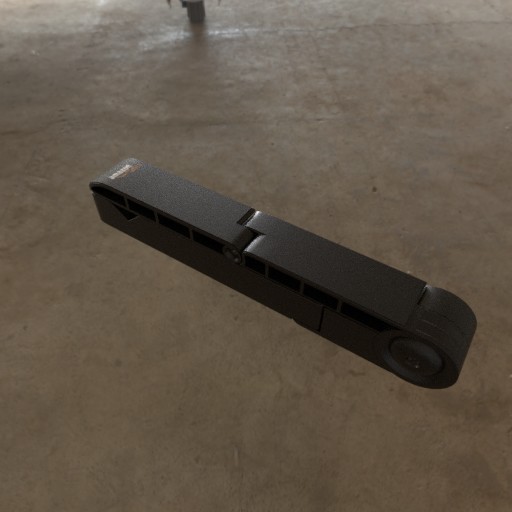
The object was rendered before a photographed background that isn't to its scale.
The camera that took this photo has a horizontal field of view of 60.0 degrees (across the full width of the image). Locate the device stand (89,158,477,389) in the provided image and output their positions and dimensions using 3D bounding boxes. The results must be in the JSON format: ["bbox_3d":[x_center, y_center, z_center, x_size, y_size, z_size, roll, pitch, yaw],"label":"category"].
[{"bbox_3d":[0.000,0.000,0.192,0.179,0.030,0.026,25,52,22],"label":"device stand"}]
